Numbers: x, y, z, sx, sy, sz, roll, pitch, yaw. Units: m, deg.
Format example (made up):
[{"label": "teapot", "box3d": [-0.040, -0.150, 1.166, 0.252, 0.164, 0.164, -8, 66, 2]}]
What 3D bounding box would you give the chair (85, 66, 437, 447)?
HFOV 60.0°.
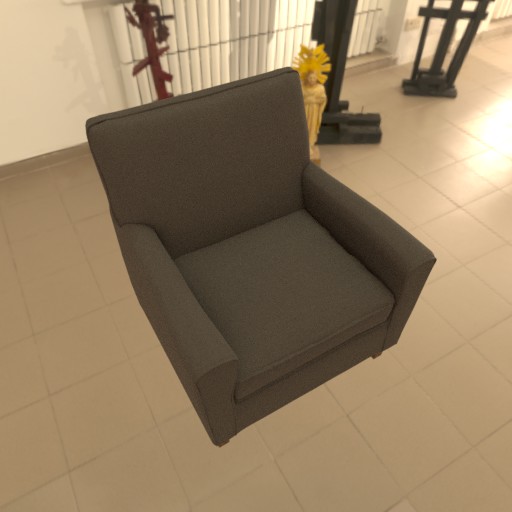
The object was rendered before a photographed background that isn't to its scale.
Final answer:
[{"label": "chair", "box3d": [0.000, 0.000, 1.588, 0.836, 0.911, 0.831, -23, 51, -20]}]
